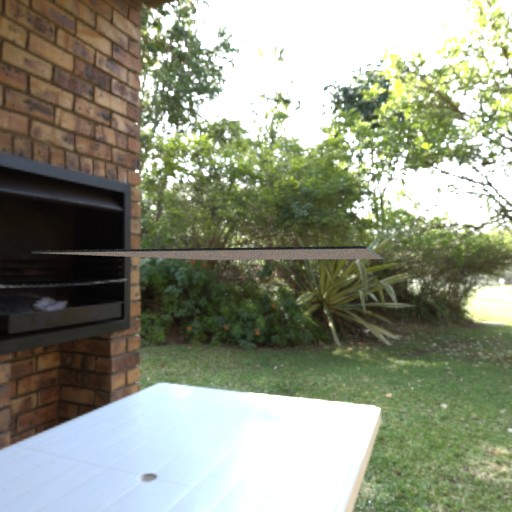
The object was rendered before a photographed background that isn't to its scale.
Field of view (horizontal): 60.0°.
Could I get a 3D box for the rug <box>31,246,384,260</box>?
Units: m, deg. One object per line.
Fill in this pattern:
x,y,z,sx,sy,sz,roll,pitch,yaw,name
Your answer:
0.000,0.000,2.938,1.567,0.014,2.207,0,-2,18,rug
